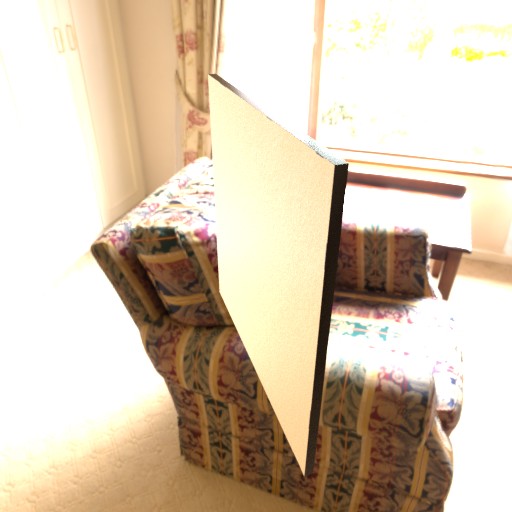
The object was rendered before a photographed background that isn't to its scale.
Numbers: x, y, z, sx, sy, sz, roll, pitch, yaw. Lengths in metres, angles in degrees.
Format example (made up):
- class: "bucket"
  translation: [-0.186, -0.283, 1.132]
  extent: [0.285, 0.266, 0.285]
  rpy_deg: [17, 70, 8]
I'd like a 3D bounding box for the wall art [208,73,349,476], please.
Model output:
- class: "wall art"
  translation: [0.000, 0.000, 0.669]
  extent: [0.014, 0.445, 0.446]
  rpy_deg: [-10, 33, -16]
